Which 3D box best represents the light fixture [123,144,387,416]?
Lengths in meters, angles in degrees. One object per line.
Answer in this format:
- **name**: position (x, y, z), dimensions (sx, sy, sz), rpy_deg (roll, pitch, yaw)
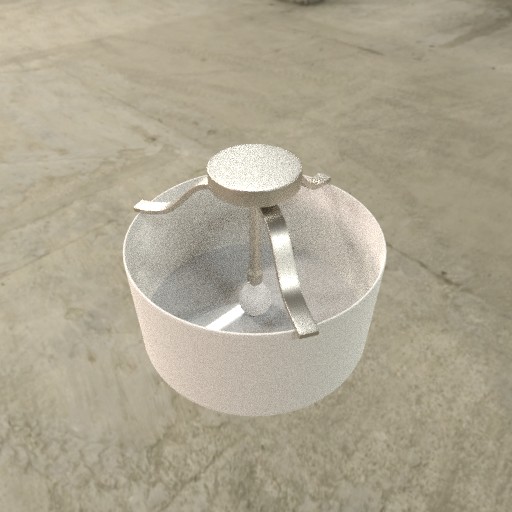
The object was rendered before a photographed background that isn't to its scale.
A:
- **light fixture**: position (0.000, 0.000, 0.677), dimensions (0.395, 0.304, 0.395), rpy_deg (0, 41, 0)
